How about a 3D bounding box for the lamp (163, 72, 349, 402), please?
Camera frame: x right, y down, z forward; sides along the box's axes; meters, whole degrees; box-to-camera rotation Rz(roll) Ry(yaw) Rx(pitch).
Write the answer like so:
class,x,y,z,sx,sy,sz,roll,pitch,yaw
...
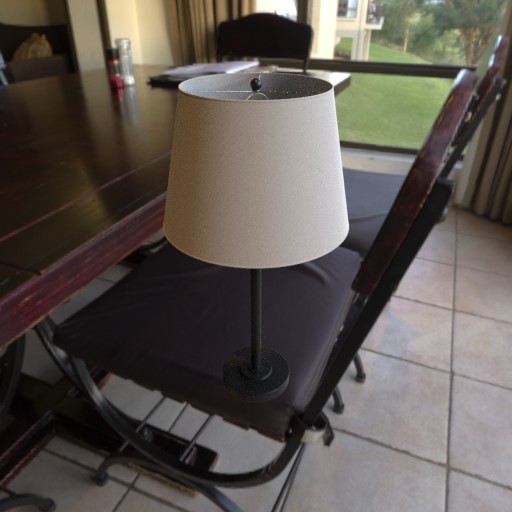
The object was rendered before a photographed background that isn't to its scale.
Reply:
class,x,y,z,sx,sy,sz,roll,pitch,yaw
lamp,0.000,0.000,0.923,0.363,0.696,0.363,0,31,0
